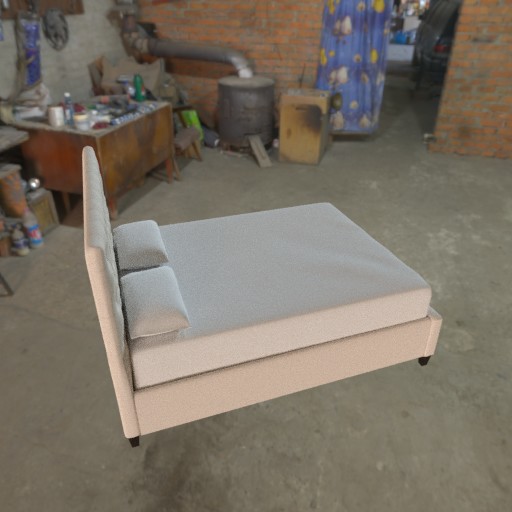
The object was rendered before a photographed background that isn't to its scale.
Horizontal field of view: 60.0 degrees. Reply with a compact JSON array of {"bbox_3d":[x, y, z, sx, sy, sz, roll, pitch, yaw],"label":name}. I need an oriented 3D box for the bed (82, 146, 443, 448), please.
[{"bbox_3d":[0.000,0.000,3.346,2.233,1.426,1.696,-10,32,-16],"label":"bed"}]
